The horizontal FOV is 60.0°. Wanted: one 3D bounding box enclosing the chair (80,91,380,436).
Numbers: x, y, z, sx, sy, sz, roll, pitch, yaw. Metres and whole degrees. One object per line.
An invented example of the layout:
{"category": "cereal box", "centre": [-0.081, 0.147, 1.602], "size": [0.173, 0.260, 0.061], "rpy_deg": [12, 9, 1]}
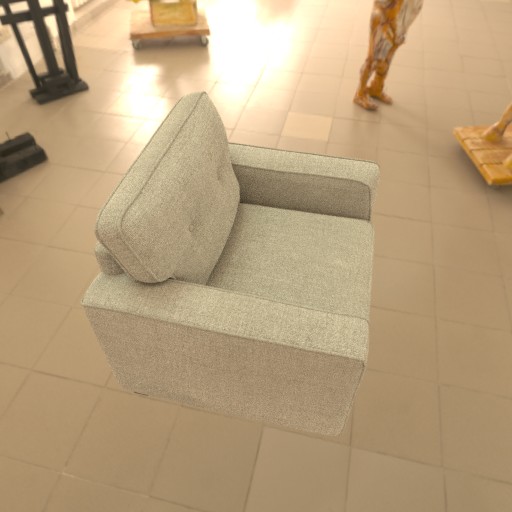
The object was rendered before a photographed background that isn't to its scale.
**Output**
{"category": "chair", "centre": [0.000, 0.000, 1.780], "size": [0.939, 0.965, 1.015], "rpy_deg": [10, 48, 9]}
